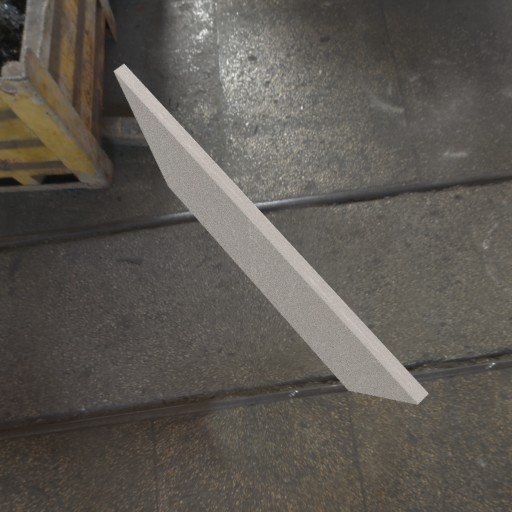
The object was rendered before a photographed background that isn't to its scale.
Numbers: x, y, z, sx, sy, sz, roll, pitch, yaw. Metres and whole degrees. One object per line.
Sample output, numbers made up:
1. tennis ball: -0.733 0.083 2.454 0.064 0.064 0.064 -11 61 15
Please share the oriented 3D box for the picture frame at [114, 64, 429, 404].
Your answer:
1. picture frame: 0.000 0.000 1.224 0.029 0.640 0.950 -40 79 -10
